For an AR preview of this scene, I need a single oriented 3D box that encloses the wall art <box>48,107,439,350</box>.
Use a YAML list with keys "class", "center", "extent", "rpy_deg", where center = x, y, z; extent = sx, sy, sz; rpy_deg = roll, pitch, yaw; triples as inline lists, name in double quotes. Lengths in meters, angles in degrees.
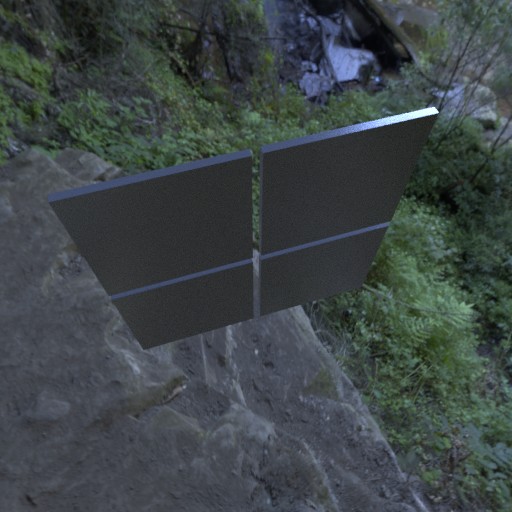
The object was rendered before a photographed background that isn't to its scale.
- class: "wall art"
  center: [0.000, 0.000, 1.703]
  extent: [1.118, 1.118, 0.029]
  rpy_deg: [-15, 60, -9]
